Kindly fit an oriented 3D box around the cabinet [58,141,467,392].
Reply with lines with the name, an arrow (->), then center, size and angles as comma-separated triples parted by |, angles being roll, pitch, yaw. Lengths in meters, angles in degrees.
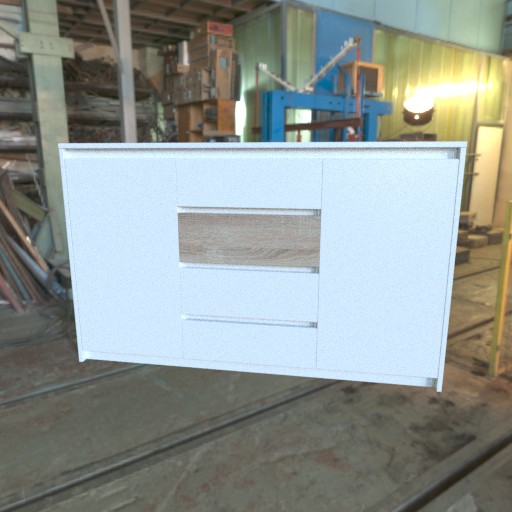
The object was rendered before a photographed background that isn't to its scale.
cabinet -> 0.000, 0.000, 1.833 | 1.450, 0.900, 0.380 | 2, 13, 9
